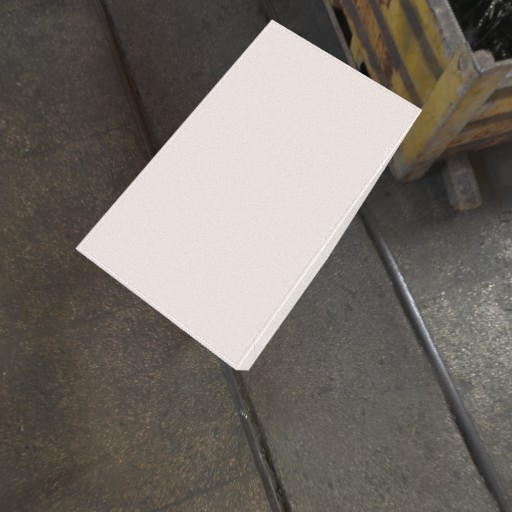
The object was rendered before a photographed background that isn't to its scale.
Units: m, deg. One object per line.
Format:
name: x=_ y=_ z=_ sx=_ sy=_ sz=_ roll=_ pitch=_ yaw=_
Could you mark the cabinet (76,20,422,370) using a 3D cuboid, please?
cabinet: x=0.000 y=0.000 z=2.267 sx=0.580 sy=1.920 sz=0.980 roll=35 pitch=78 yaw=8
